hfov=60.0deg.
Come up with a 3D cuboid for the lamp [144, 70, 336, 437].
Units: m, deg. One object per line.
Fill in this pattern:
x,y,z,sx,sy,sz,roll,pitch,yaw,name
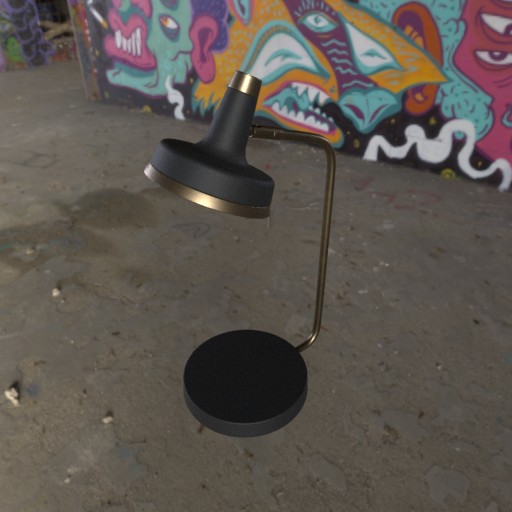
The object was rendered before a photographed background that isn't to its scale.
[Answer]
0.000,0.000,0.486,0.218,0.385,0.162,-20,38,-29,lamp
